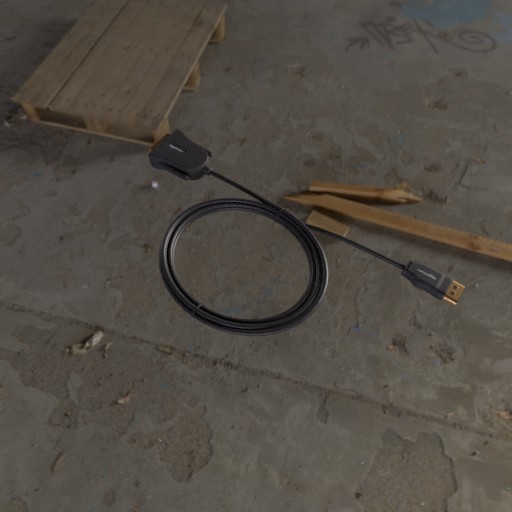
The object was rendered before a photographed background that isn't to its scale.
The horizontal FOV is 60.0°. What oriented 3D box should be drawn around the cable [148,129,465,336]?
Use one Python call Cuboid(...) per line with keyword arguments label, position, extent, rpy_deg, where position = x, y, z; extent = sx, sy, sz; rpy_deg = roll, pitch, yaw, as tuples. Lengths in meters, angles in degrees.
Cuboid(label="cable", position=(0.000, 0.000, 0.340), extent=(0.281, 0.015, 0.136), rpy_deg=(31, 63, 18))
